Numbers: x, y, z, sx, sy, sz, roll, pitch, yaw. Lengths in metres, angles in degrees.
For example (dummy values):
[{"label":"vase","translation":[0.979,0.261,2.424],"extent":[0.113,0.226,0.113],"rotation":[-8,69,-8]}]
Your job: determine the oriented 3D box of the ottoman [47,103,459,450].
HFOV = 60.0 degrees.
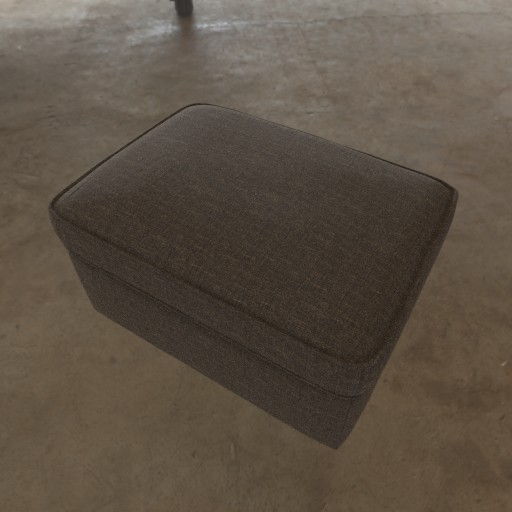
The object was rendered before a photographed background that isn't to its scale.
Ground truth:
[{"label":"ottoman","translation":[0.000,0.000,1.071],"extent":[0.749,0.450,0.549],"rotation":[24,52,21]}]
